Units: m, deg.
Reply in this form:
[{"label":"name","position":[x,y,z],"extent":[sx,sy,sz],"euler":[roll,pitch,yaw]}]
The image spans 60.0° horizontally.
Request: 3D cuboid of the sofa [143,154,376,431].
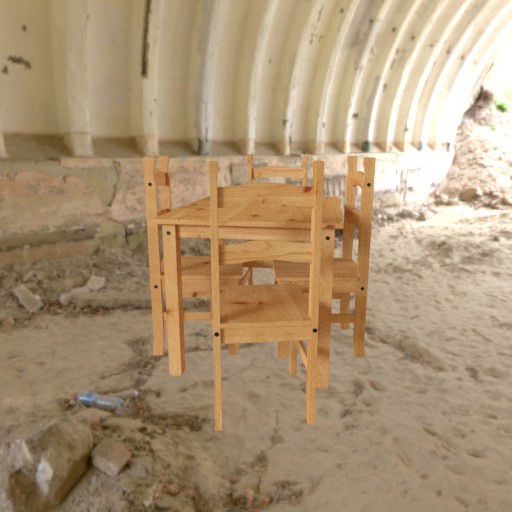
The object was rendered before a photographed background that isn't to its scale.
[{"label":"sofa","position":[0.000,0.000,2.289],"extent":[1.144,1.000,1.529],"euler":[2,14,9]}]
